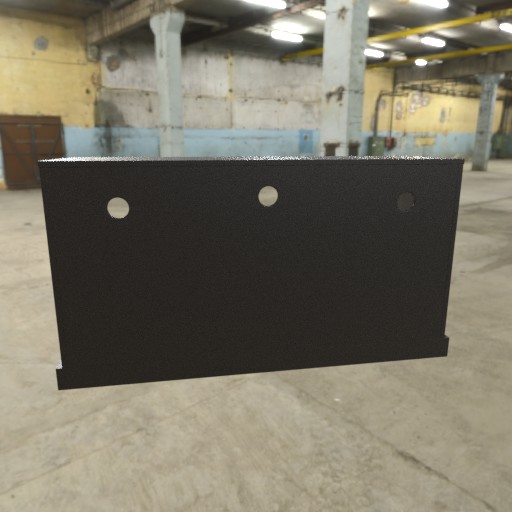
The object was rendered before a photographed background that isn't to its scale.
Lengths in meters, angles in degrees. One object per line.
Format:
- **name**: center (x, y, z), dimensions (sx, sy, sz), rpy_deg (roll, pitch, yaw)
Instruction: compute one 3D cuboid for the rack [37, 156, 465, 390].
- **rack**: center (0.000, 0.000, 1.469), dimensions (1.206, 0.635, 0.399), rpy_deg (-2, 14, -10)
